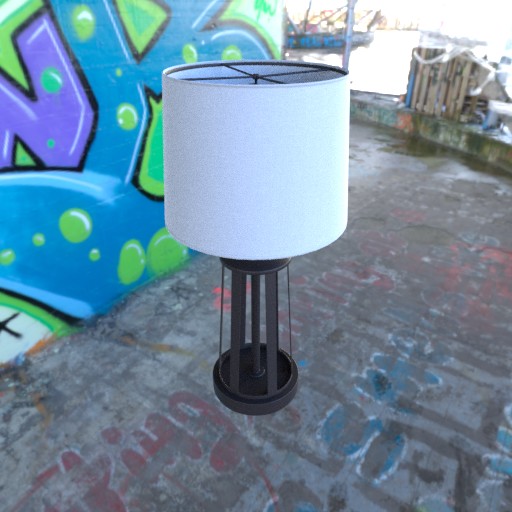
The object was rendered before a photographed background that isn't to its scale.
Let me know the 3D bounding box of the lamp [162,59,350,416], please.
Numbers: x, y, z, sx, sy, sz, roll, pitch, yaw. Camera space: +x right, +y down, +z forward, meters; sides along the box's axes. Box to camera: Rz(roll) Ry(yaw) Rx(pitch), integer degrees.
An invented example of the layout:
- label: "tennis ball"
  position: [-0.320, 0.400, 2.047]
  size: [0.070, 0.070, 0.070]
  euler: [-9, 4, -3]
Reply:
- label: "lamp"
  position: [0.000, 0.000, 0.653]
  size: [0.251, 0.509, 0.251]
  euler: [0, 30, 0]
